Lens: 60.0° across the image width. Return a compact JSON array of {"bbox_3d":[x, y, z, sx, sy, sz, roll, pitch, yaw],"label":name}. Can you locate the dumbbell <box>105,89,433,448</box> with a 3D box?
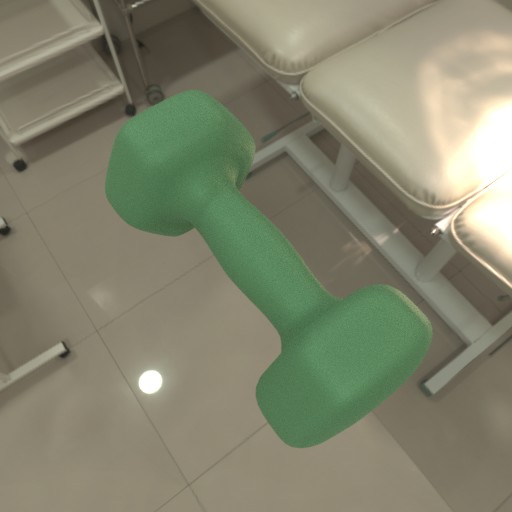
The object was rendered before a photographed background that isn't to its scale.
[{"bbox_3d":[0.000,0.000,0.326,0.129,0.117,0.260,-34,69,-15],"label":"dumbbell"}]
